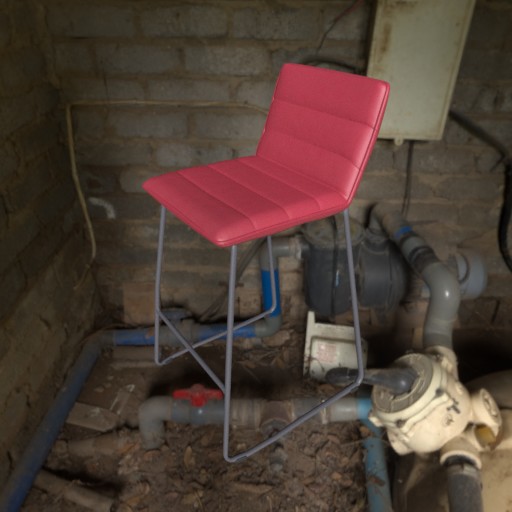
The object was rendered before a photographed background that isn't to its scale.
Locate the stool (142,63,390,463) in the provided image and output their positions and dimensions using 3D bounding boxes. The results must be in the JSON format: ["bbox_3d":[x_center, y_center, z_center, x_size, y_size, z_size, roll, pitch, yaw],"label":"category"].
[{"bbox_3d":[0.000,0.000,1.247,0.524,0.937,0.489,-20,37,-30],"label":"stool"}]
